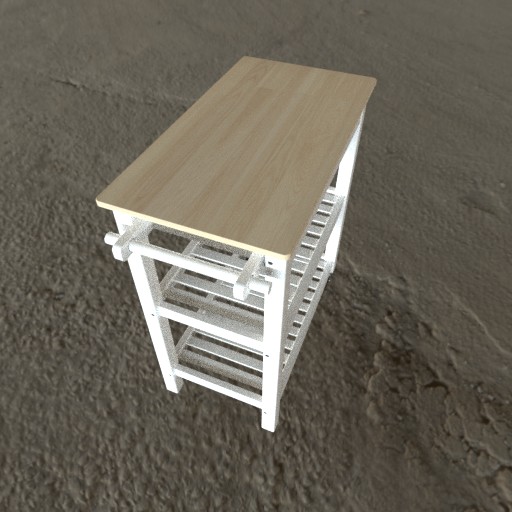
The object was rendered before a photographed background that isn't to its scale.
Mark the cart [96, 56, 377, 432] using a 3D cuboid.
[{"bbox_3d":[0.000,0.000,1.499,0.457,0.927,0.899,17,48,15],"label":"cart"}]
